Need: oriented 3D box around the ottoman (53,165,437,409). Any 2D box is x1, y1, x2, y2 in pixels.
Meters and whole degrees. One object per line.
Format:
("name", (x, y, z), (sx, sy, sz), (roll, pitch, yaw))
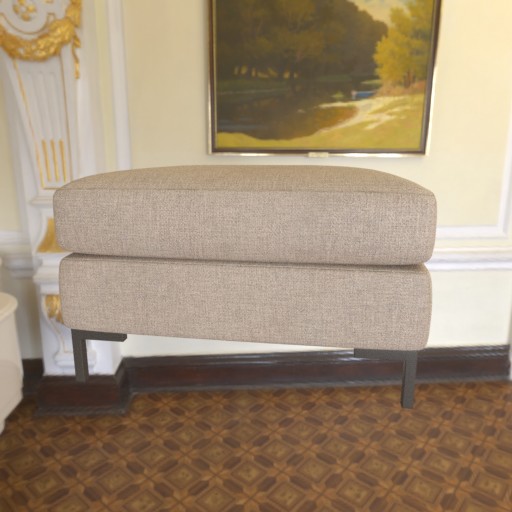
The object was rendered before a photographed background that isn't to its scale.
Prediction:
("ottoman", (0.000, 0.000, 1.226), (0.820, 0.490, 0.671), (2, 13, 9))
